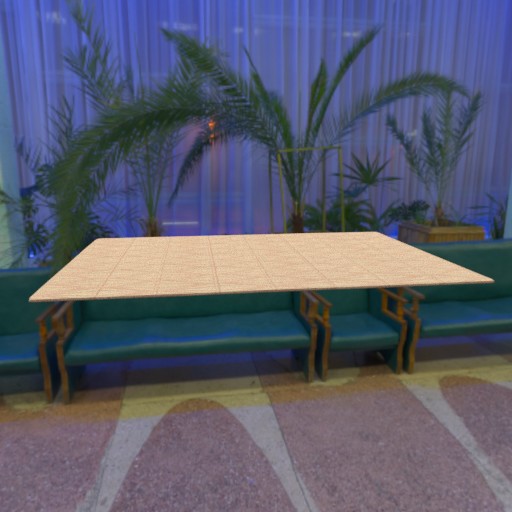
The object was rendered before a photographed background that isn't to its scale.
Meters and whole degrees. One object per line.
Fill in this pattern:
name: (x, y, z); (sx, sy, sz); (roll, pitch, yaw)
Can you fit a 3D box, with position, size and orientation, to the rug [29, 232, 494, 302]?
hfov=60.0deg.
rug: (0.000, 0.000, 2.995); (2.390, 0.015, 1.609); (-2, 13, -8)
